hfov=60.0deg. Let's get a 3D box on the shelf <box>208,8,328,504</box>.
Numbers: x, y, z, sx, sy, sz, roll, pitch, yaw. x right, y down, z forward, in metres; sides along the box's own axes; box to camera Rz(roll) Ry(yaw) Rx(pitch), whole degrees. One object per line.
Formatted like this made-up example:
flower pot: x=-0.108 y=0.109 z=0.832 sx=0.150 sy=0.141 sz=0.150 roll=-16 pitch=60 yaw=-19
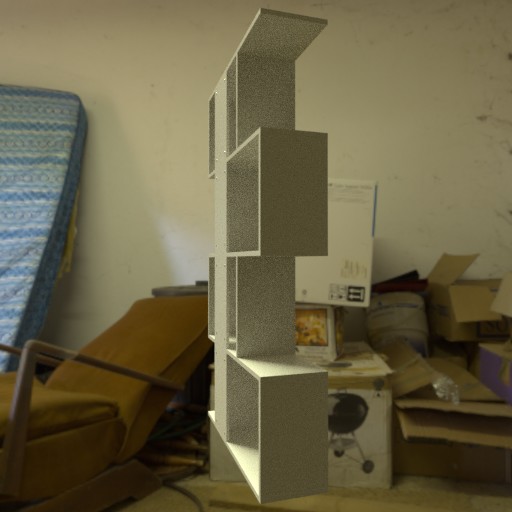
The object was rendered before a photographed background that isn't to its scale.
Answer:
shelf: x=0.000 y=0.000 z=1.934 sx=0.250 sy=1.650 sz=0.890 roll=0 pitch=-1 yaw=-17
